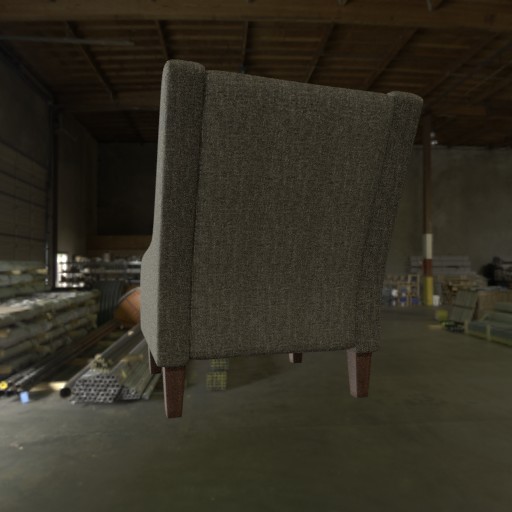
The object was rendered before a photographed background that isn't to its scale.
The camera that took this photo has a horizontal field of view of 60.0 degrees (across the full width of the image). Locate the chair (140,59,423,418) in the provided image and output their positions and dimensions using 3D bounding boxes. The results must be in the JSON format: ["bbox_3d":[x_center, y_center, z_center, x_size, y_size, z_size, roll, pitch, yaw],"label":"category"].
[{"bbox_3d":[0.000,0.000,1.671,0.793,1.012,0.944,0,-1,-18],"label":"chair"}]
